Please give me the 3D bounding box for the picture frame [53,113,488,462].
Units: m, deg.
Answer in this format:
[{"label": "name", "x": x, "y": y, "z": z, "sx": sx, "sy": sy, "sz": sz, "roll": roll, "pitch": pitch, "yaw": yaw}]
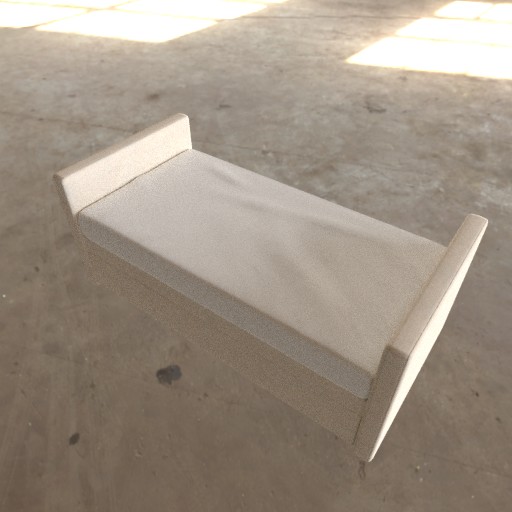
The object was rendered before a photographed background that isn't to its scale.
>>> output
[{"label": "picture frame", "x": 0.000, "y": 0.000, "z": 2.690, "sx": 2.161, "sy": 0.891, "sz": 1.069, "roll": 26, "pitch": 48, "yaw": 26}]
